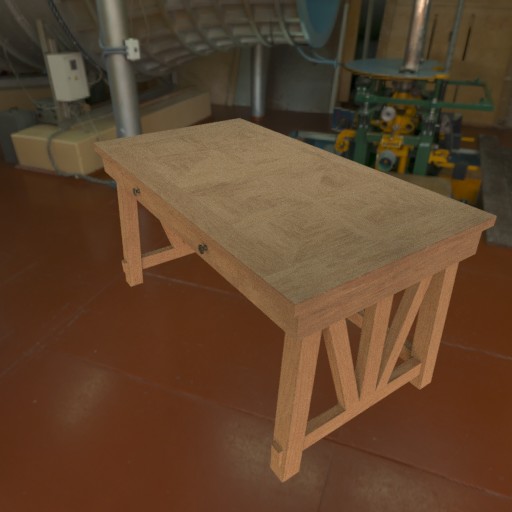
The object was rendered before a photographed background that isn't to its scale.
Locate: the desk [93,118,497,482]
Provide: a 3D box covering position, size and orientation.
[{"bbox_3d":[0.000,0.000,1.925,0.813,0.762,1.499,-19,36,-29],"label":"desk"}]
